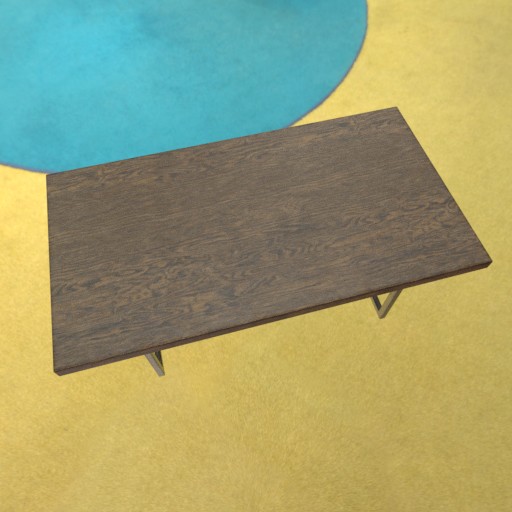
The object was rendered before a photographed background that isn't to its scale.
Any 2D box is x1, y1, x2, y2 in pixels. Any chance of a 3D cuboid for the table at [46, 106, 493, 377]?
[{"bbox_3d":[0.000,0.000,2.527,1.989,0.795,1.078,-13,60,-8],"label":"table"}]
